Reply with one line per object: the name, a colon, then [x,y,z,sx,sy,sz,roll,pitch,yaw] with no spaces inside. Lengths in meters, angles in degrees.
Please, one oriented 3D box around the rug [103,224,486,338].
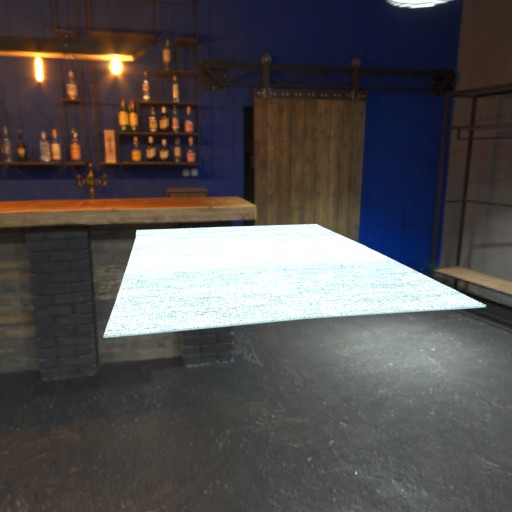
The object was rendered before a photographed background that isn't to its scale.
rug: [0.000,0.000,2.852,1.611,0.026,2.260,-3,14,-11]
